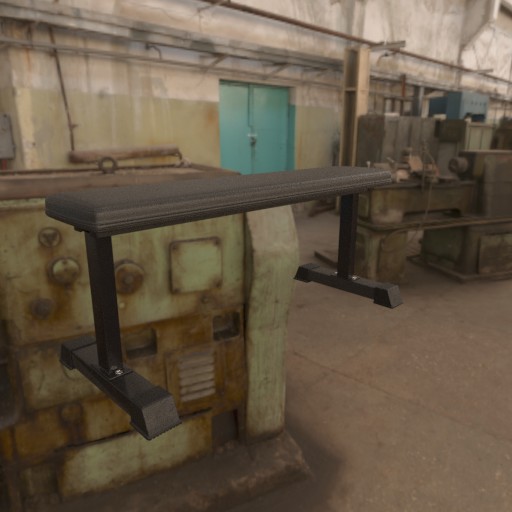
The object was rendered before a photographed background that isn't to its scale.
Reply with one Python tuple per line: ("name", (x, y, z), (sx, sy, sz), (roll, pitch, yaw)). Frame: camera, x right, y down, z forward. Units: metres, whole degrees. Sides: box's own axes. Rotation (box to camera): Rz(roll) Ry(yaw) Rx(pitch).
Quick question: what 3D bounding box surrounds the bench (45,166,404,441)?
("bench", (0.000, 0.000, 1.288), (1.072, 0.453, 0.439), (-15, 22, -42))
